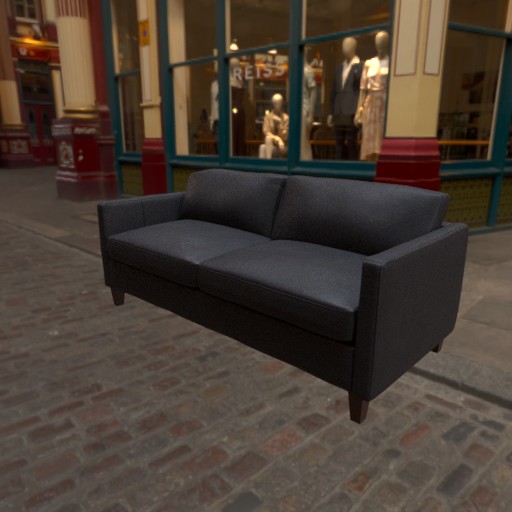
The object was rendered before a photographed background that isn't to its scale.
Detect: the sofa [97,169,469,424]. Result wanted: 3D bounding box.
[{"bbox_3d":[0.000,0.000,2.496,1.971,0.863,0.933,14,21,41],"label":"sofa"}]
